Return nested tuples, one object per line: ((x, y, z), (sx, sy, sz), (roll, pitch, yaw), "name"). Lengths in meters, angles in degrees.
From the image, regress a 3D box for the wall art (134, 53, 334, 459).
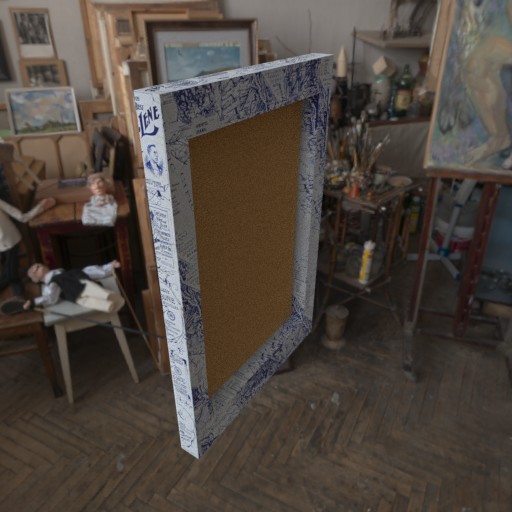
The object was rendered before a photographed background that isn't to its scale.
((0.000, 0.000, 0.477), (0.025, 0.376, 0.255), (19, 36, 29), "wall art")
